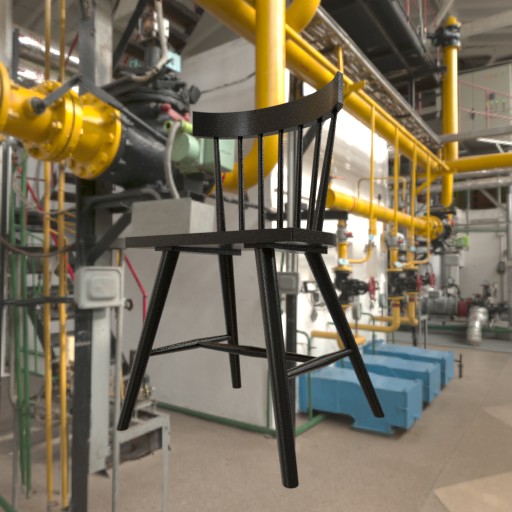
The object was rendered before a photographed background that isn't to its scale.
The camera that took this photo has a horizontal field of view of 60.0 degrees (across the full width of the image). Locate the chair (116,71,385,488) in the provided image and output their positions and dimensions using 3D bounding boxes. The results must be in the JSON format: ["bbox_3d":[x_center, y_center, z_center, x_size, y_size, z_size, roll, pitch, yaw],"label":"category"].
[{"bbox_3d":[0.000,0.000,1.134,0.506,0.844,0.483,-1,-2,35],"label":"chair"}]
